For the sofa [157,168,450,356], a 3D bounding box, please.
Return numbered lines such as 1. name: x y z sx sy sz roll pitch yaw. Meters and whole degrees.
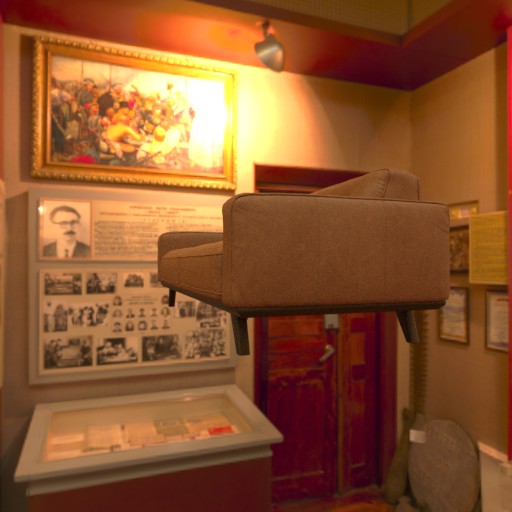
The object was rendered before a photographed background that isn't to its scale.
1. sofa: 0.000 0.000 2.718 0.953 0.780 2.270 0 -1 -19
